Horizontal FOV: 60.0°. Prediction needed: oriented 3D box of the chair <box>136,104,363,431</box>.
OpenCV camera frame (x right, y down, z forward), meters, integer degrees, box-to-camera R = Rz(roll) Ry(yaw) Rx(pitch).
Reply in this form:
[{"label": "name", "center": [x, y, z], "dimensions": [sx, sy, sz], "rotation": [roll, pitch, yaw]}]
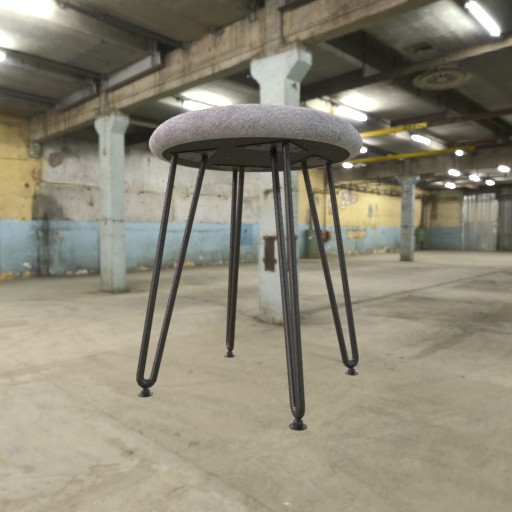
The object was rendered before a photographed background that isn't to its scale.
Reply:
[{"label": "chair", "center": [0.000, 0.000, 0.664], "dimensions": [0.350, 0.386, 0.350], "rotation": [-1, 2, -17]}]
